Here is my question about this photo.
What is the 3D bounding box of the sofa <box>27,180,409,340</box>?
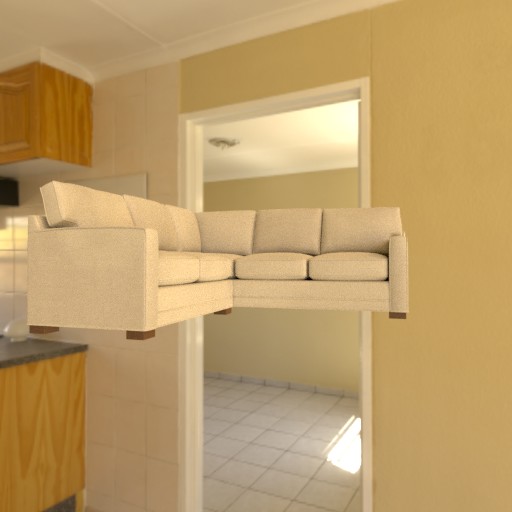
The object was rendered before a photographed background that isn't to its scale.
[{"bbox_3d":[0.000,0.000,3.343,2.189,0.939,2.182,0,-1,18],"label":"sofa"}]
